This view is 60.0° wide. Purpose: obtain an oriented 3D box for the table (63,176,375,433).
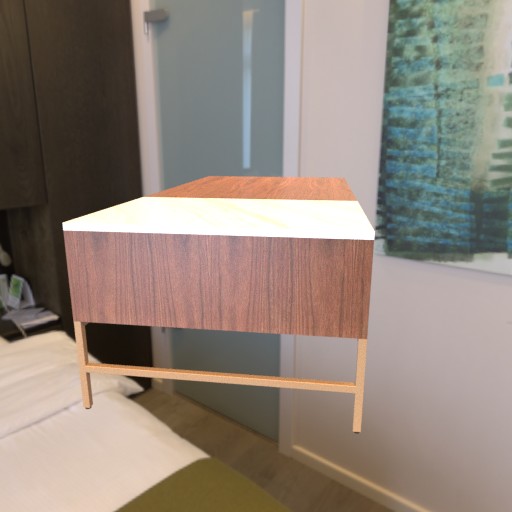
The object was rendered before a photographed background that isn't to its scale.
[{"bbox_3d":[0.000,0.000,1.909,0.789,0.551,1.553,2,15,8],"label":"table"}]
